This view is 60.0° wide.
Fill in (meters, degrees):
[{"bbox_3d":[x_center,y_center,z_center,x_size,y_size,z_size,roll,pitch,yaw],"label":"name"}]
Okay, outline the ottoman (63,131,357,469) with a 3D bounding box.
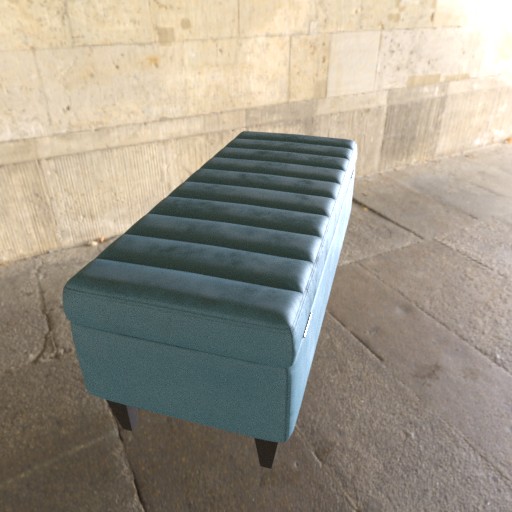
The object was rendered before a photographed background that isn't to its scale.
[{"bbox_3d":[0.000,0.000,1.373,0.482,0.469,1.151,9,32,14],"label":"ottoman"}]
